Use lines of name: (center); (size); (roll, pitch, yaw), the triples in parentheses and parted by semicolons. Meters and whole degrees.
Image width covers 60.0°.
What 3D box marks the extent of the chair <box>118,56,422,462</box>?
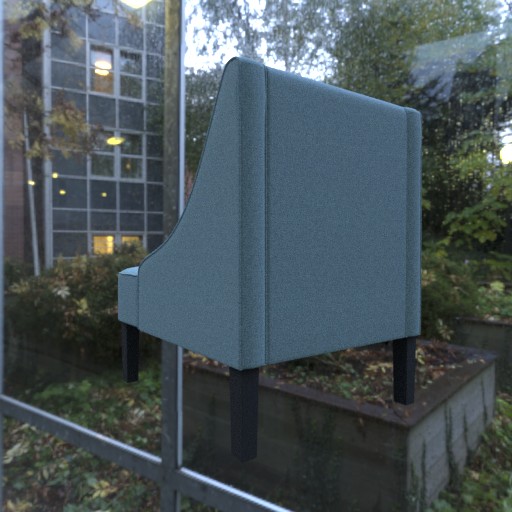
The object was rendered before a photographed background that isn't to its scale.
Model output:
chair: (0.000, 0.000, 1.861); (0.857, 1.133, 1.025); (-1, 1, -36)
